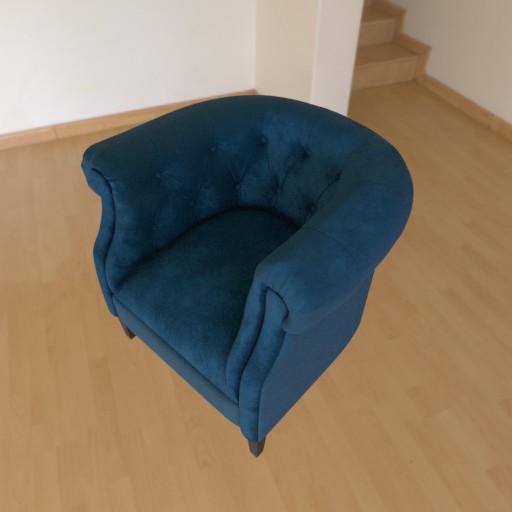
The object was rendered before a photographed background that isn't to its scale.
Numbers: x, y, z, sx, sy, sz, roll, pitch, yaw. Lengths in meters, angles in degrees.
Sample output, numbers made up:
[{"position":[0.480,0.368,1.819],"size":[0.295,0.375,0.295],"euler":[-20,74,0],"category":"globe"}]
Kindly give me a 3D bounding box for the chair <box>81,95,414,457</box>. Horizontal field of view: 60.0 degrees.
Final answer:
[{"position":[0.000,0.000,1.546],"size":[0.904,0.826,0.851],"euler":[33,53,29],"category":"chair"}]
